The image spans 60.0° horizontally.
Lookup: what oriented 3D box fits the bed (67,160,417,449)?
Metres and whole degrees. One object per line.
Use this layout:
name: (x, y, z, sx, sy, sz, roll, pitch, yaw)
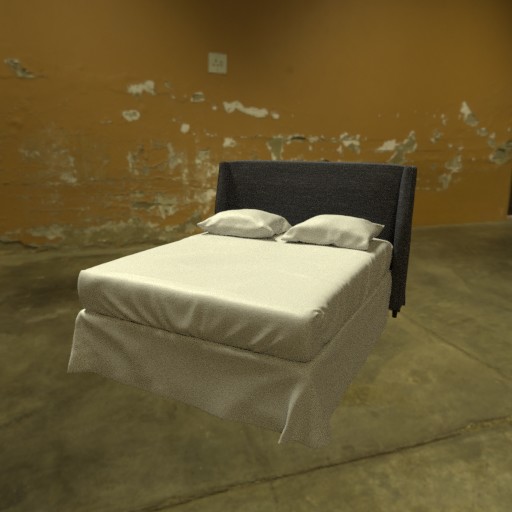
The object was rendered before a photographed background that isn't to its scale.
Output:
bed: (0.000, 0.000, 3.382, 1.925, 1.332, 2.276, 8, 16, 27)
